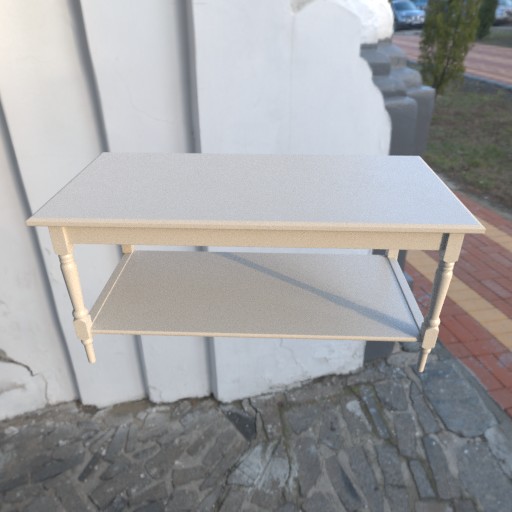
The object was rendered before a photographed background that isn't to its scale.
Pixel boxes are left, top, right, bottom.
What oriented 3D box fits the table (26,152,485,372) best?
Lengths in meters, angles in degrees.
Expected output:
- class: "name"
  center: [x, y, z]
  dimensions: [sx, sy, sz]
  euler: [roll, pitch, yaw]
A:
- class: "table"
  center: [0.000, 0.000, 1.429]
  dimensions: [1.109, 0.506, 0.551]
  euler: [1, 30, 2]
